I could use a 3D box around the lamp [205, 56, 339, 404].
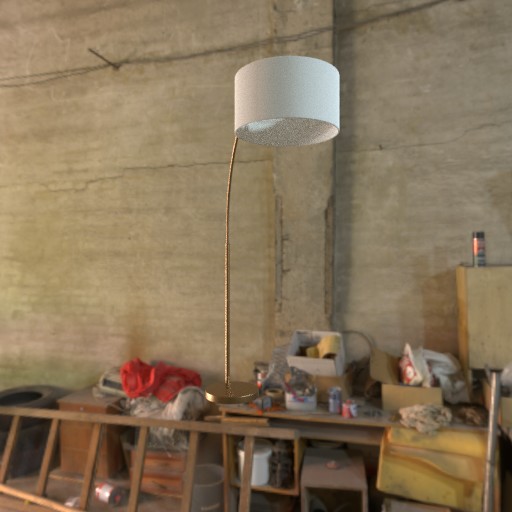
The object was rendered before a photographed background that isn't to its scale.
[{"bbox_3d":[0.000,0.000,2.556,0.493,1.927,1.434,0,0,-18],"label":"lamp"}]
